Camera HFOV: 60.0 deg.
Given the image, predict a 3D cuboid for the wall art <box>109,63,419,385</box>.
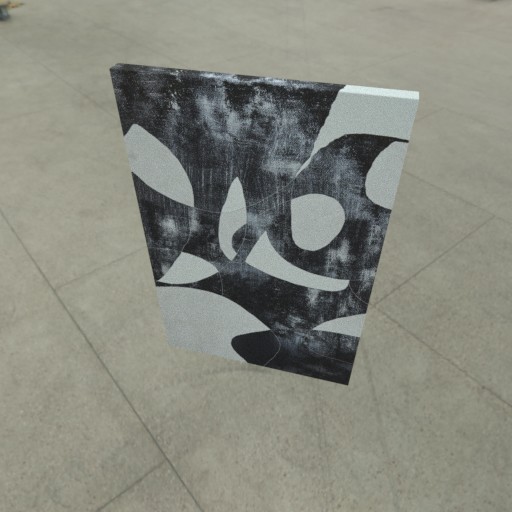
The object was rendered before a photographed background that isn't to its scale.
[{"bbox_3d":[0.000,0.000,1.162,0.610,0.915,0.041,10,42,11],"label":"wall art"}]
